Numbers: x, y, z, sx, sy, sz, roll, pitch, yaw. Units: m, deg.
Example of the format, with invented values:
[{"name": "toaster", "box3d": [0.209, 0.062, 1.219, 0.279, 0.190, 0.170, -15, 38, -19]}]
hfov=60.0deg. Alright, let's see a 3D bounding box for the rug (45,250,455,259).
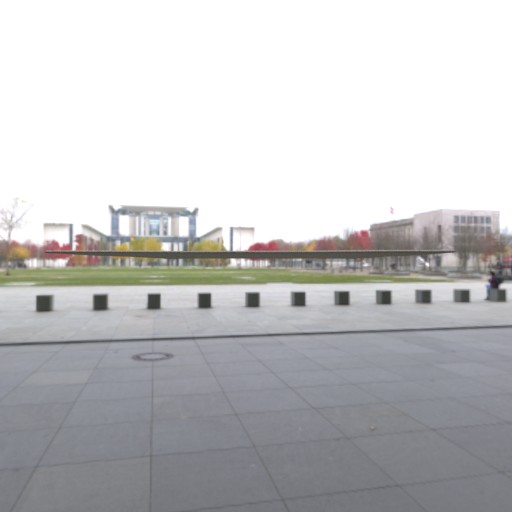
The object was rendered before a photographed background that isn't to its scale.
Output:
[{"name": "rug", "box3d": [0.000, 0.000, 4.112, 2.410, 0.021, 3.055, 0, -1, 2]}]
